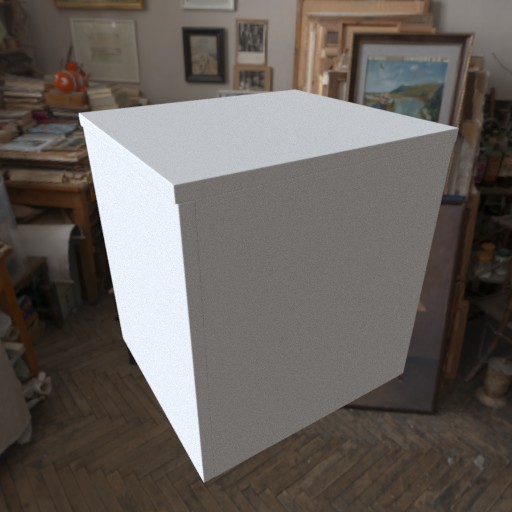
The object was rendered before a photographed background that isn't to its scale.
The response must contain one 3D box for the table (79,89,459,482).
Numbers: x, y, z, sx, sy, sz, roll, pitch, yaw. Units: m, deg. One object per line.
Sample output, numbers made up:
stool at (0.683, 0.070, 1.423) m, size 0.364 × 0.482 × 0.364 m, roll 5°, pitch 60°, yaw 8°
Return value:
table at (0.000, 0.000, 0.765) m, size 0.420 × 0.460 × 0.380 m, roll -17°, pitch 34°, yaw -27°
